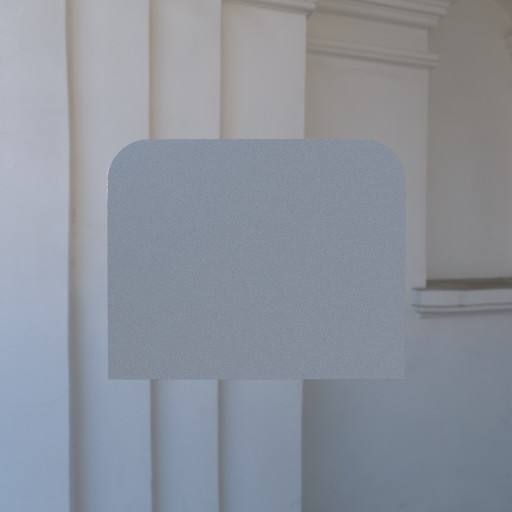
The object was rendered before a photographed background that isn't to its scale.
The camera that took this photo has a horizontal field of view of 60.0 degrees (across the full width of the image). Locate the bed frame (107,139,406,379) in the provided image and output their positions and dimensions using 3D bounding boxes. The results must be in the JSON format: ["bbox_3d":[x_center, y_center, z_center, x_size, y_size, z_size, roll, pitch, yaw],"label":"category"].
[{"bbox_3d":[0.000,0.000,2.463,0.998,0.805,1.963,0,1,0],"label":"bed frame"}]
